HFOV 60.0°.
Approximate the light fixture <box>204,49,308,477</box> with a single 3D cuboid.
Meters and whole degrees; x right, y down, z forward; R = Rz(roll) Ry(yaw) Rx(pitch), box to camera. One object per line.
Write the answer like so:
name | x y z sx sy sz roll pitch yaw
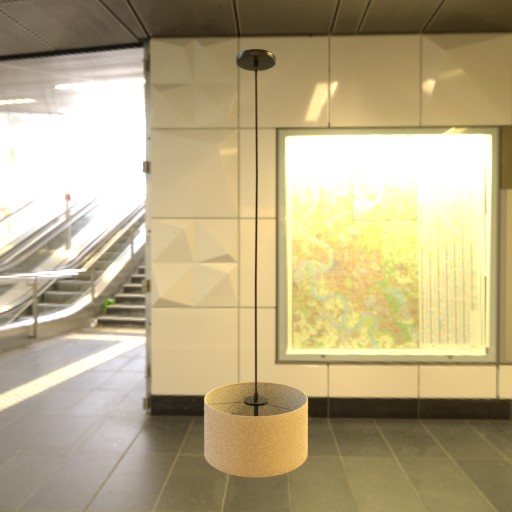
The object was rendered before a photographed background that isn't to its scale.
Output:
light fixture | 0.000 0.000 1.709 0.399 1.516 0.399 0 1 0
